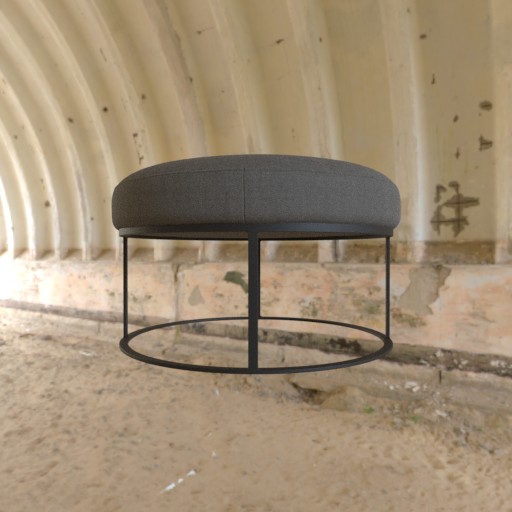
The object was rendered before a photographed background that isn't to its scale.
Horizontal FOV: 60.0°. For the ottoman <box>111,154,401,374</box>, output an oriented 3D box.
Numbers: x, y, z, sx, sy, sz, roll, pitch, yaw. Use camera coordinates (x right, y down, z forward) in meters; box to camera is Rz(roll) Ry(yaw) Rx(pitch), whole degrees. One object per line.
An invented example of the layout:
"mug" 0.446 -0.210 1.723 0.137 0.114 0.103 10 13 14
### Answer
"ottoman" 0.000 0.000 1.235 0.772 0.460 0.772 0 1 0
